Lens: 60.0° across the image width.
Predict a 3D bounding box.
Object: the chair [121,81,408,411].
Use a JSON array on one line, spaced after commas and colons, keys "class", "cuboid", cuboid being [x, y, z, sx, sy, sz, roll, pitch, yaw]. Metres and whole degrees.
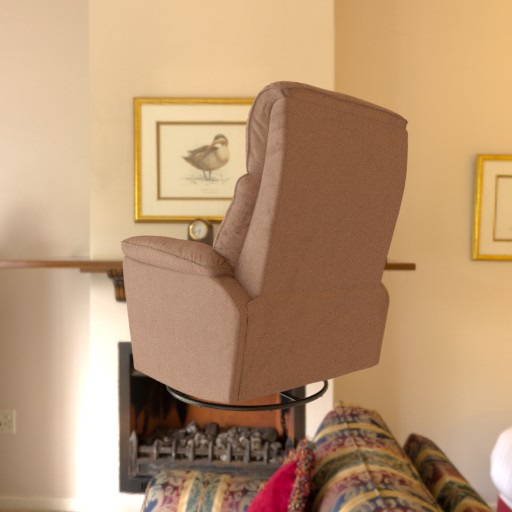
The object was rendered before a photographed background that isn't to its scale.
[{"class": "chair", "cuboid": [0.000, 0.000, 1.749, 0.820, 1.037, 1.004, -1, 1, -37]}]
